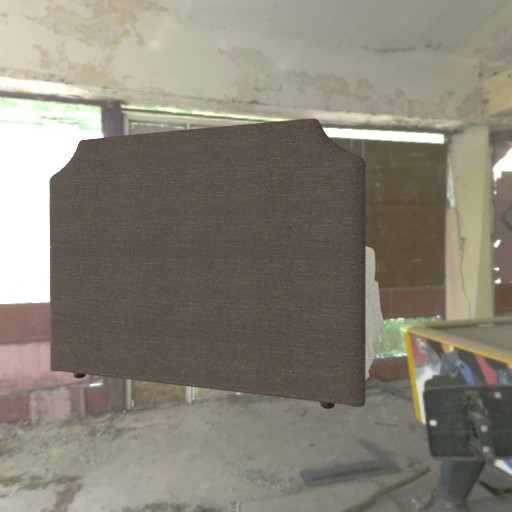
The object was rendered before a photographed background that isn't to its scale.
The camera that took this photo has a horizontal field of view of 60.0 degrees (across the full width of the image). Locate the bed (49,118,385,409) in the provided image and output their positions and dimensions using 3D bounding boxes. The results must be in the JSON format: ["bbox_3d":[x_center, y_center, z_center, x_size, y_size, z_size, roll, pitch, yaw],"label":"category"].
[{"bbox_3d":[0.000,0.000,3.137,1.693,1.290,2.116,1,2,19],"label":"bed"}]
